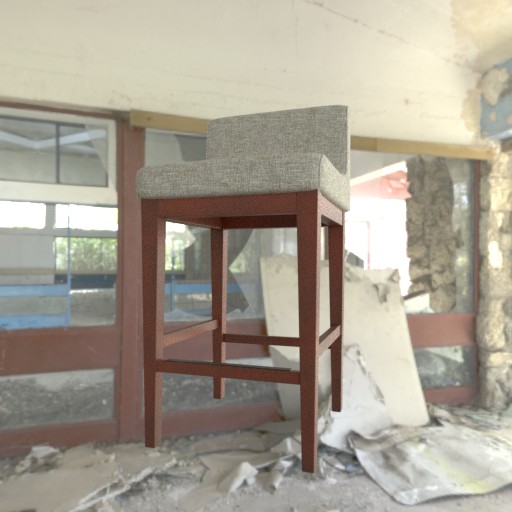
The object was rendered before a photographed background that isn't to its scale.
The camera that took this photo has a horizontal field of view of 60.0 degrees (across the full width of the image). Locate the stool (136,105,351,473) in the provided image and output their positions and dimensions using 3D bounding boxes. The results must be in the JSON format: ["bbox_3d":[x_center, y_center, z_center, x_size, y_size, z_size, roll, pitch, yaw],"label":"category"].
[{"bbox_3d":[0.000,0.000,1.102,0.417,0.835,0.459,0,-1,19],"label":"stool"}]
